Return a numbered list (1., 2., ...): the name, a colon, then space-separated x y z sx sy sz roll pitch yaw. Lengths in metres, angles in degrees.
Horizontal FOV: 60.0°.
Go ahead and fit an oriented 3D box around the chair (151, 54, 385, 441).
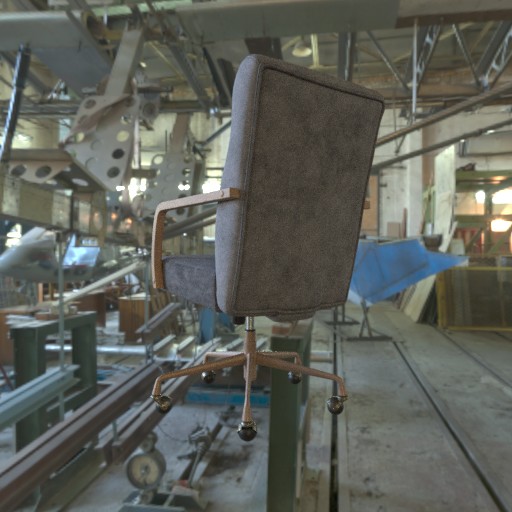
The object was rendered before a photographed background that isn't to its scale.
1. chair: 0.000 0.000 1.501 0.640 1.029 0.741 0 1 -35
